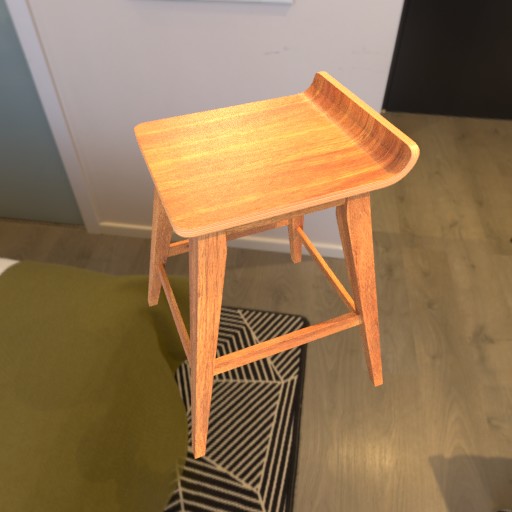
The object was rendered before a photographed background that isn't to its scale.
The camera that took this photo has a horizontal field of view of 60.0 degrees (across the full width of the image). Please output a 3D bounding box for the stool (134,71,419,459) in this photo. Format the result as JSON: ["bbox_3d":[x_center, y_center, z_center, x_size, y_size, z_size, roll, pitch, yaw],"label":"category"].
[{"bbox_3d":[0.000,0.000,1.008,0.500,0.650,0.500,-16,47,-15],"label":"stool"}]
